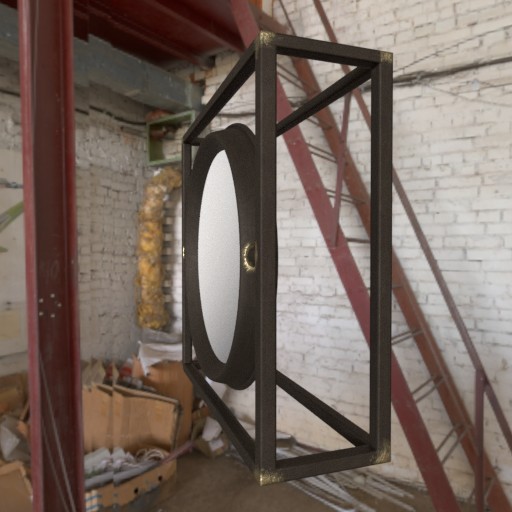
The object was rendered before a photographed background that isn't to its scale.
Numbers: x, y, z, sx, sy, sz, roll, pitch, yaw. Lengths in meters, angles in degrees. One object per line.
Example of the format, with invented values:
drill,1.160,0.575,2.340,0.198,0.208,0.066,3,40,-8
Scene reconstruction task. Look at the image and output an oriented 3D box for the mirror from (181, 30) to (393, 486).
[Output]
mirror,0.000,0.000,0.455,0.107,0.303,0.306,0,1,-19
